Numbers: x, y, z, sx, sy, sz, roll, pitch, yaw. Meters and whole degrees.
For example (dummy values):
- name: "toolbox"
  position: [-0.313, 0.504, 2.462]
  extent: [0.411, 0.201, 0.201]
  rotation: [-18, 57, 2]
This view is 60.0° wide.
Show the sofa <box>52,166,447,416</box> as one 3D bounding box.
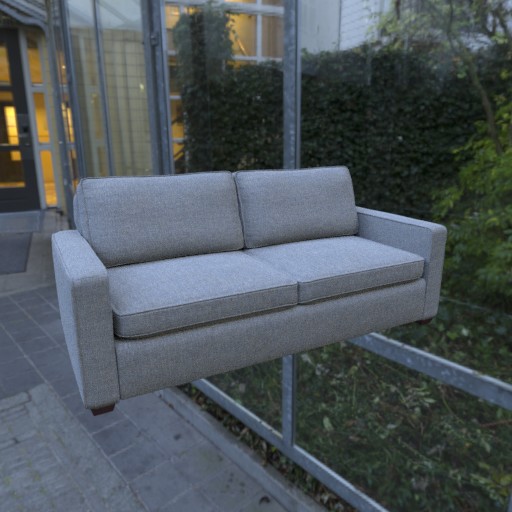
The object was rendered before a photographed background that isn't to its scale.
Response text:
- name: "sofa"
  position: [0.000, 0.000, 2.531]
  extent: [2.078, 0.918, 0.945]
  rotation: [-8, 18, -27]
